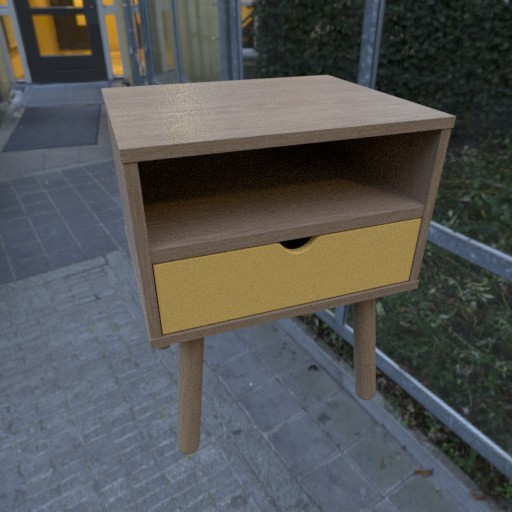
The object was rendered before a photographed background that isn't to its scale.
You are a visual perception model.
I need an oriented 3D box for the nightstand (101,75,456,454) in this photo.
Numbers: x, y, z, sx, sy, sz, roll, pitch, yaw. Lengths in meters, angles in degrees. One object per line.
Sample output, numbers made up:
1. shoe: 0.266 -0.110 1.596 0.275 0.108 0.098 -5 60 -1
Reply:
1. nightstand: 0.000 0.000 0.845 0.450 0.571 0.380 -10 32 -17
